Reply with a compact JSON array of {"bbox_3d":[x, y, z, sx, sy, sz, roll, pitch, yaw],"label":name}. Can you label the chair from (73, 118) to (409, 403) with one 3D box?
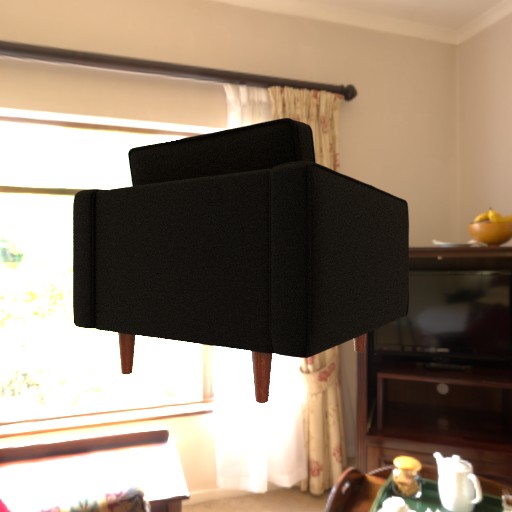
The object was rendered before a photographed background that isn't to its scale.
[{"bbox_3d":[0.000,0.000,1.619,0.899,0.770,0.920,0,0,33],"label":"chair"}]
